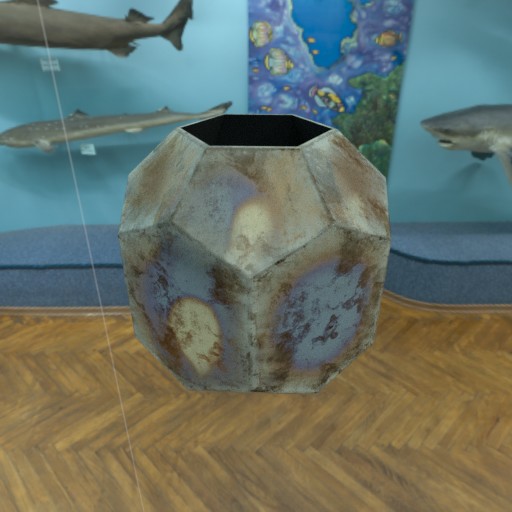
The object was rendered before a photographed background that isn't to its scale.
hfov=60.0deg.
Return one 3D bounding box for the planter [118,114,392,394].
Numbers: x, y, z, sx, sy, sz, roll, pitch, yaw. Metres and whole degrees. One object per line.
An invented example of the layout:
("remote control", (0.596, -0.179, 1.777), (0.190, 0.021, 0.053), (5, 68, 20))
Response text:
("planter", (0.000, 0.000, 0.418), (0.221, 0.238, 0.243), (1, 29, 2))
